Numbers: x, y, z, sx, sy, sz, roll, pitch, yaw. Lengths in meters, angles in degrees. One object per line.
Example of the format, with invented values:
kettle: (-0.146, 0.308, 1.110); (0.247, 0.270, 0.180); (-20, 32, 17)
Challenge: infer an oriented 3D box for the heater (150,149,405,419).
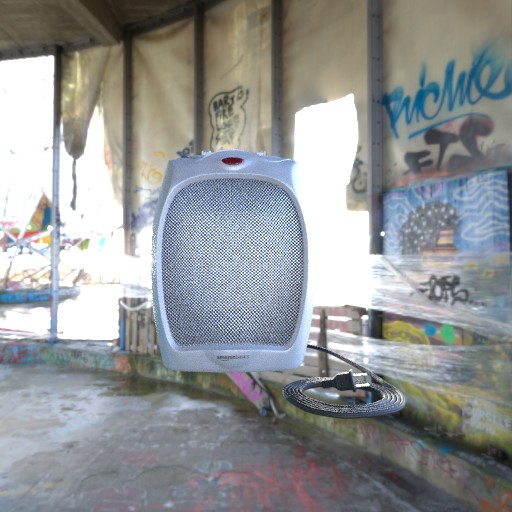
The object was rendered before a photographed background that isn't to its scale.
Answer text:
heater: (0.000, 0.000, 0.462); (0.239, 0.240, 0.291); (0, -1, -1)
